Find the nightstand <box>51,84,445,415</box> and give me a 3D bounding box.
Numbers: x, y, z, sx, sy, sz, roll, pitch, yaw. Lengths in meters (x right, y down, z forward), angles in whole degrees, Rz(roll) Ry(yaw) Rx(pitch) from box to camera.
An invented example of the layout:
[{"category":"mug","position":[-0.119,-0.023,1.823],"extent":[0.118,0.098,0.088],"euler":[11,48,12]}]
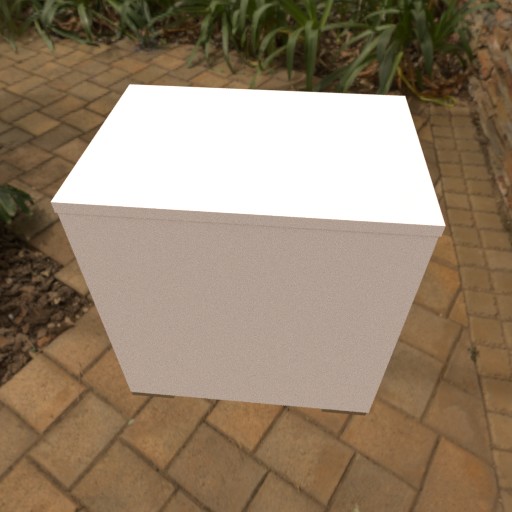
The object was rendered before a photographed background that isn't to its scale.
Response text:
[{"category":"nightstand","position":[0.000,0.000,0.770],"extent":[0.441,0.460,0.325],"euler":[4,45,4]}]
